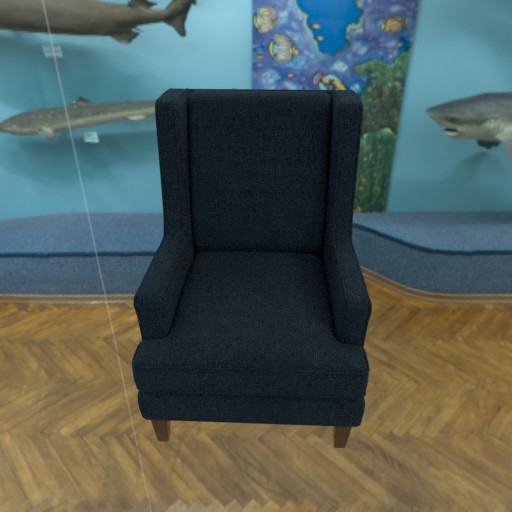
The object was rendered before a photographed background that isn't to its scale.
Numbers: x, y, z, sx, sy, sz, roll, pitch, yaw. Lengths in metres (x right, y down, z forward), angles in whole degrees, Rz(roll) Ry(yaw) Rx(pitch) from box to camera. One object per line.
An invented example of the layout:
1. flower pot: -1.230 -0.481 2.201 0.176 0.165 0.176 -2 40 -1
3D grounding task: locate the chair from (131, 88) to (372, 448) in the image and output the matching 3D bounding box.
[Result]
1. chair: 0.000 0.000 1.696 0.764 1.072 0.947 1 31 2
